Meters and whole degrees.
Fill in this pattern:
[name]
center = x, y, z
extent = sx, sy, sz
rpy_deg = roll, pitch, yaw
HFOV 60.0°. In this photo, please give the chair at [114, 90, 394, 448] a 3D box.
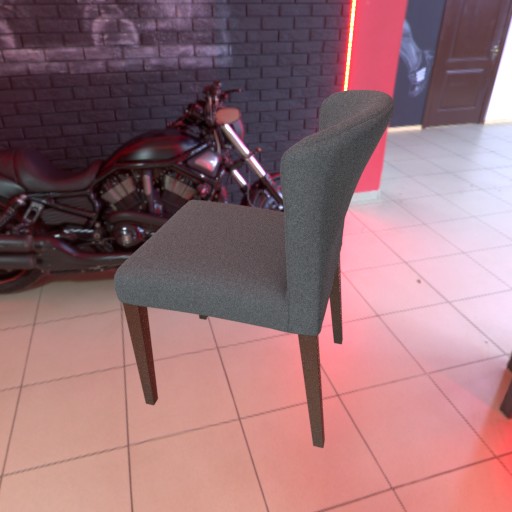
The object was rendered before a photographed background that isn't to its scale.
[chair]
center = 0.000, 0.000, 1.186
extent = 0.592, 0.839, 0.491
rpy_deg = 8, 32, 14
